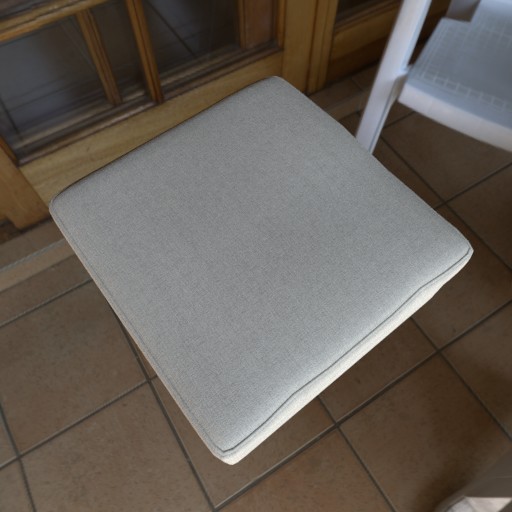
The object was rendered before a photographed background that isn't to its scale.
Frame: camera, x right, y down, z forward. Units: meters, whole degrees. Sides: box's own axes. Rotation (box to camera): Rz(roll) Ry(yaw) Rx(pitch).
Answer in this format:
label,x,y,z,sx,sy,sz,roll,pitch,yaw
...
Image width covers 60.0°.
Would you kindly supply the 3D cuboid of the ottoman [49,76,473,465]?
label,x,y,z,sx,sy,sz,roll,pitch,yaw
ottoman,0.000,0.000,1.342,0.838,0.503,0.838,-35,68,-16
